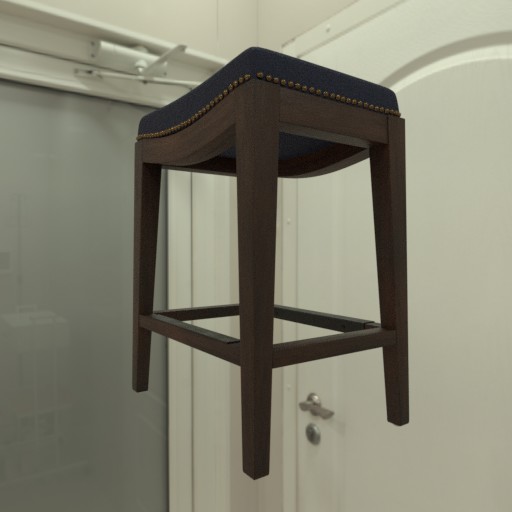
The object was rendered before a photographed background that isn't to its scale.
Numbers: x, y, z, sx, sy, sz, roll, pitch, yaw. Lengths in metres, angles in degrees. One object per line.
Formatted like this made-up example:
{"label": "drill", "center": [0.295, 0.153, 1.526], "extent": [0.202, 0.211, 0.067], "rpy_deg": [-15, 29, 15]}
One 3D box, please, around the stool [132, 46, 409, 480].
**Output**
{"label": "stool", "center": [0.000, 0.000, 0.935], "extent": [0.361, 0.642, 0.500], "rpy_deg": [-1, 1, -35]}
